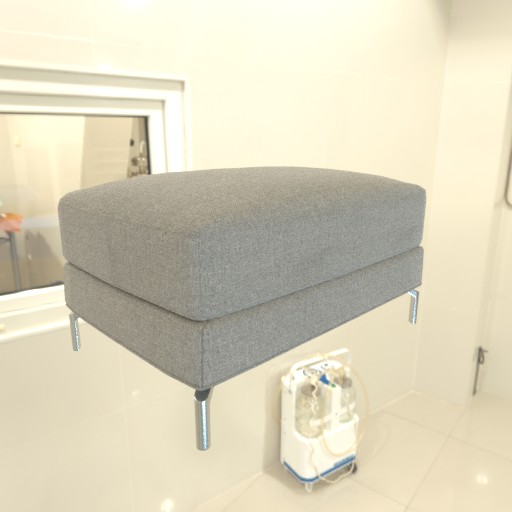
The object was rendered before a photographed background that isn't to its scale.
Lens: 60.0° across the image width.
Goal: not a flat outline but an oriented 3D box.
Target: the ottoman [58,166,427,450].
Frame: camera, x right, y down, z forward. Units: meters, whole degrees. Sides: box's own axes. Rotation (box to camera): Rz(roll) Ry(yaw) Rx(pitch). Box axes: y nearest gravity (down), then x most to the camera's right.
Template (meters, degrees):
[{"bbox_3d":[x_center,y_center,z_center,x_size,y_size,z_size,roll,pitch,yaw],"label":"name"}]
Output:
[{"bbox_3d":[0.000,0.000,1.185,0.838,0.457,0.584,-14,21,-43],"label":"ottoman"}]
